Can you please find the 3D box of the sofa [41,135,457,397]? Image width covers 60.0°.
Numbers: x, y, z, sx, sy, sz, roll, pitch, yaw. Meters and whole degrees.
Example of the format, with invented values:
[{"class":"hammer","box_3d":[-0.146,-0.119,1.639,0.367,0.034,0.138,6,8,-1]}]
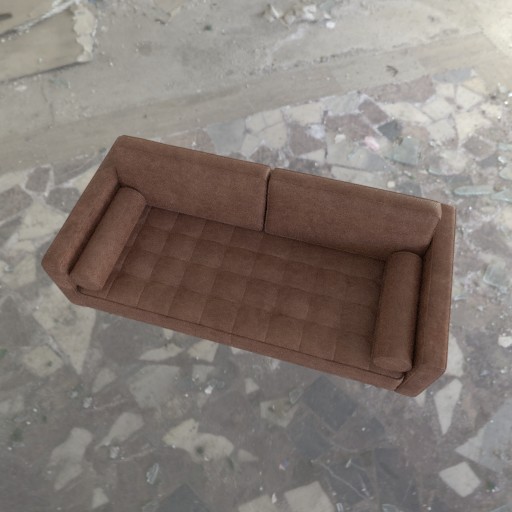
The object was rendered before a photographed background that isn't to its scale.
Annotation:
[{"class":"sofa","box_3d":[0.000,0.000,2.292,1.870,0.760,0.910,14,59,8]}]
